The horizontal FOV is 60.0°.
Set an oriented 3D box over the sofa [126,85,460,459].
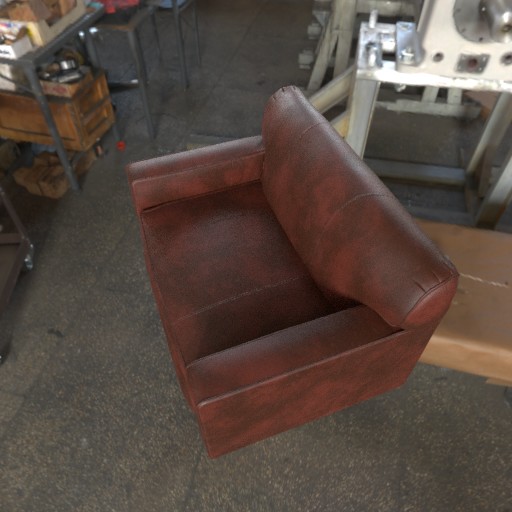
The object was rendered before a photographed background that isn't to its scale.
[{"bbox_3d":[0.000,0.000,2.083,1.000,0.956,1.413,-16,51,-13],"label":"sofa"}]
